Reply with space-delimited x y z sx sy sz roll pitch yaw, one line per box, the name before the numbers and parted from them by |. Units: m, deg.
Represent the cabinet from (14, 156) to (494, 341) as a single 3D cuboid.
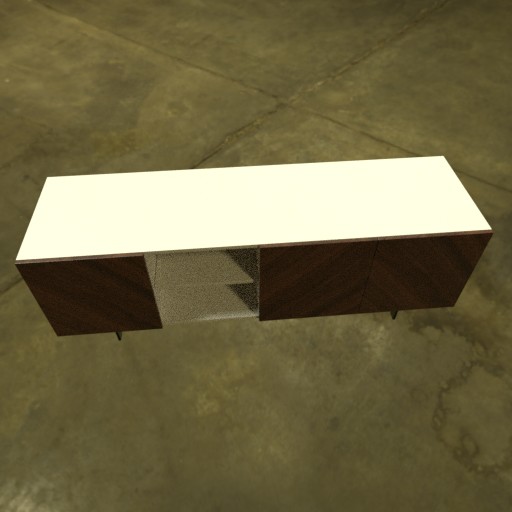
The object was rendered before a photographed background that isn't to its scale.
cabinet | 0.000 0.000 1.720 1.499 0.533 0.431 -4 47 -4
